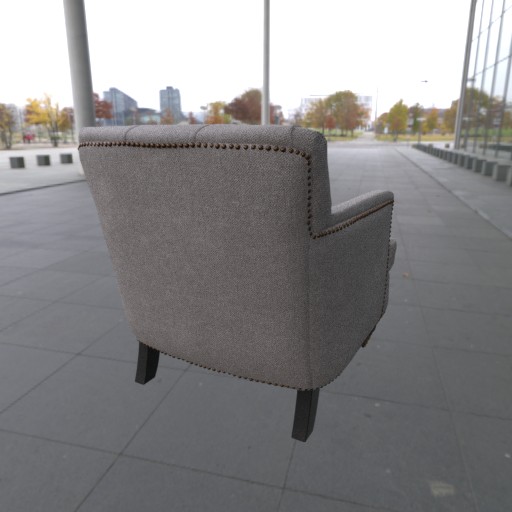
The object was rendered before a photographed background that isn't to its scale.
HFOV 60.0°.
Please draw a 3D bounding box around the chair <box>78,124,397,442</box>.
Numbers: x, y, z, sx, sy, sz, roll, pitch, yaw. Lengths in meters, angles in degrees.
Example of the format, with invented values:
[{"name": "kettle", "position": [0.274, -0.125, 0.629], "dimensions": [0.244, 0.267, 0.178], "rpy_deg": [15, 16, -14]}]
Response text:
[{"name": "chair", "position": [0.000, 0.000, 1.465], "dimensions": [0.737, 0.823, 0.902], "rpy_deg": [9, 18, 28]}]
